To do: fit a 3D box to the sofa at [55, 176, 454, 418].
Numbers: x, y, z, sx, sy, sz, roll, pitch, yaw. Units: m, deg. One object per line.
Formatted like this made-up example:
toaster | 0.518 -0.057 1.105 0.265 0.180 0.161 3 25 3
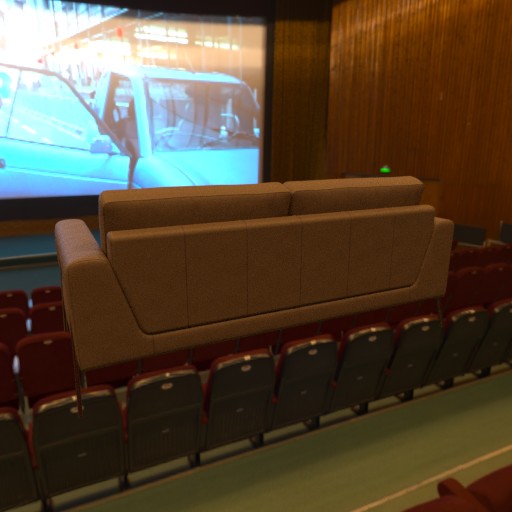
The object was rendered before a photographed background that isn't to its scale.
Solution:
sofa | 0.000 0.000 2.476 2.017 0.875 0.953 -7 16 -25
